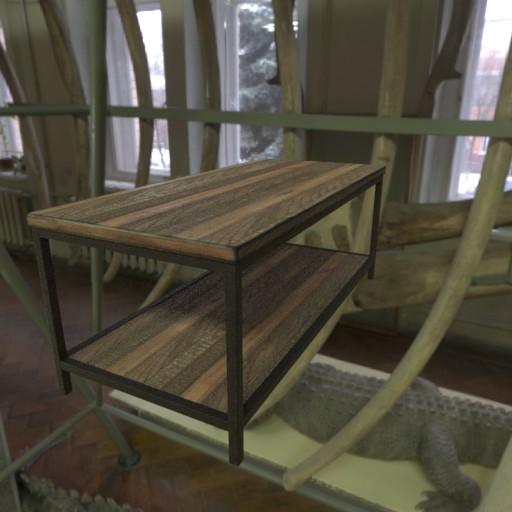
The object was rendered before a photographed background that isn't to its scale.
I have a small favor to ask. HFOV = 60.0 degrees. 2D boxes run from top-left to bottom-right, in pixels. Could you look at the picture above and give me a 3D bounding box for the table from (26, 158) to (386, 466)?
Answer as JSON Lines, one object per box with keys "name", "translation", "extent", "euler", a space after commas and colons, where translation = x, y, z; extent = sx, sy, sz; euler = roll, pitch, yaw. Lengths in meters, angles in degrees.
{"name": "table", "translation": [0.000, 0.000, 1.207], "extent": [0.452, 0.399, 0.990], "euler": [10, 21, 26]}
